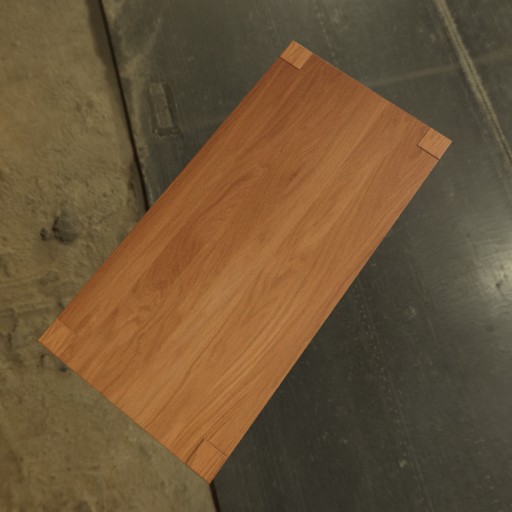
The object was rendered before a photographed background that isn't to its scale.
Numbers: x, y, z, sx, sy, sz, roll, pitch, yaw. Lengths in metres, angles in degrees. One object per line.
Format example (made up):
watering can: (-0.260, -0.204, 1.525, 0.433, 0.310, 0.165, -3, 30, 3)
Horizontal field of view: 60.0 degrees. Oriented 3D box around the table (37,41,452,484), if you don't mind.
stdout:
table: (0.000, 0.000, 2.295, 0.900, 0.760, 1.800, 36, 79, 8)
